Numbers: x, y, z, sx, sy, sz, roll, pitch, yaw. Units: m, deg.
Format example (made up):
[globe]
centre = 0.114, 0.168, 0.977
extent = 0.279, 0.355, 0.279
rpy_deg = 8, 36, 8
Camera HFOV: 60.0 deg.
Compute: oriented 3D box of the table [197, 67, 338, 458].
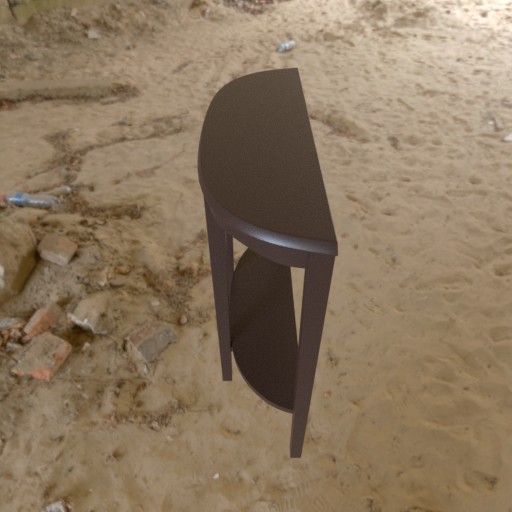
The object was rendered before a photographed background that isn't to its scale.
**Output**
[table]
centre = 0.000, 0.000, 1.359
extent = 0.274, 0.831, 0.909
rpy_deg = 0, 41, 0
